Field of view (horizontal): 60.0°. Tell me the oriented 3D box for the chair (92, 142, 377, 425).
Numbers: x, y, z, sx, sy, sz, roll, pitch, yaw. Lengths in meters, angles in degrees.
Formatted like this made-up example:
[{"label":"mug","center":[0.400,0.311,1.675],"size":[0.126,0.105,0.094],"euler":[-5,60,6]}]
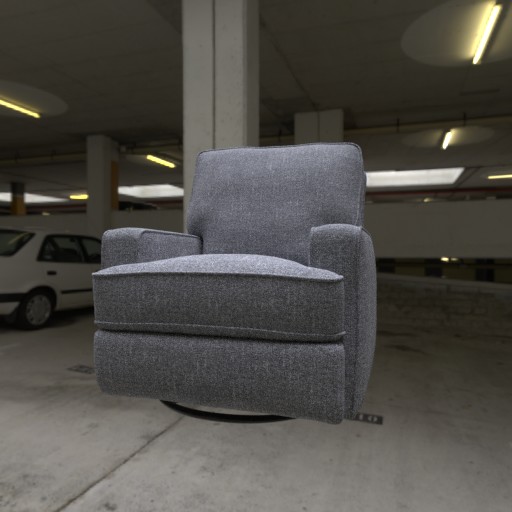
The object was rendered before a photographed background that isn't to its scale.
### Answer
[{"label":"chair","center":[0.000,0.000,1.668],"size":[0.861,0.962,0.964],"euler":[0,1,18]}]
